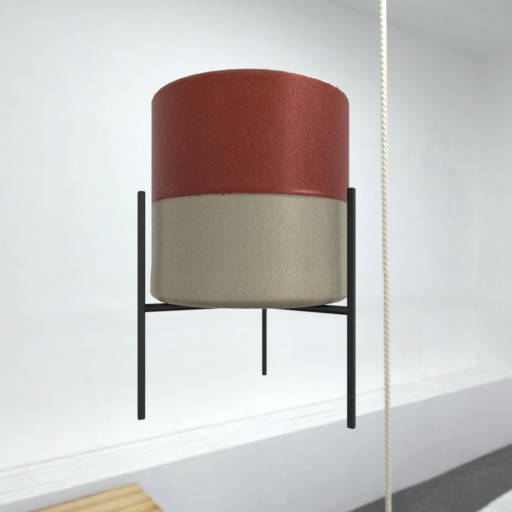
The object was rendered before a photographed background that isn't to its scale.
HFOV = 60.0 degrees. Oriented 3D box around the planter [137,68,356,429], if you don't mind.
[{"bbox_3d":[0.000,0.000,0.528,0.251,0.354,0.235,0,0,37],"label":"planter"}]
